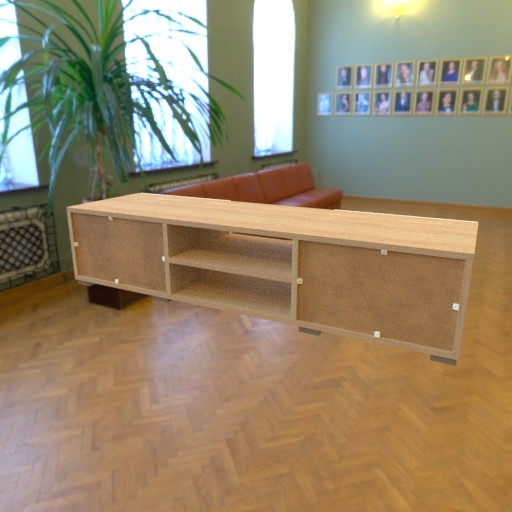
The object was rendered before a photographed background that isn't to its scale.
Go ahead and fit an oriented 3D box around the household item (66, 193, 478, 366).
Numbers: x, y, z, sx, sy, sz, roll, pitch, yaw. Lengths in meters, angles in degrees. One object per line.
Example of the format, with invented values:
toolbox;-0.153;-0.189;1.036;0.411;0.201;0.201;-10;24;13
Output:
household item;0.000;0.000;1.600;1.400;0.310;0.420;8;18;26
